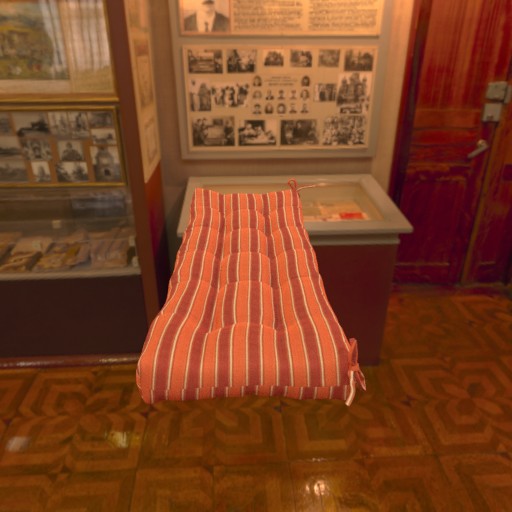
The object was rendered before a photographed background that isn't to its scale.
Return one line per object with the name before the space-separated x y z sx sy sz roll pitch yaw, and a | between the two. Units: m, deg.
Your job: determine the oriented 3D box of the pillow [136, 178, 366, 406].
pillow | 0.000 0.000 1.364 0.511 0.174 1.194 -1 26 -1
